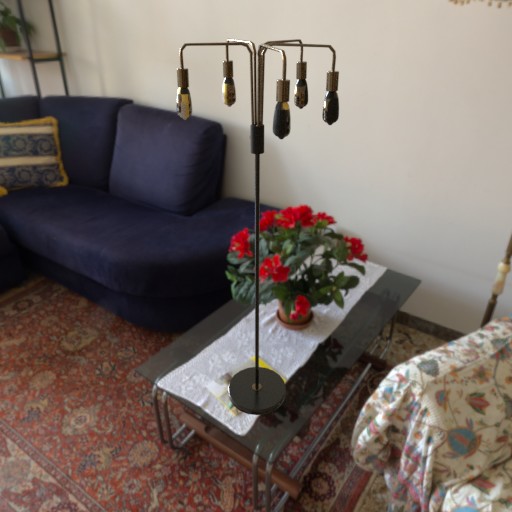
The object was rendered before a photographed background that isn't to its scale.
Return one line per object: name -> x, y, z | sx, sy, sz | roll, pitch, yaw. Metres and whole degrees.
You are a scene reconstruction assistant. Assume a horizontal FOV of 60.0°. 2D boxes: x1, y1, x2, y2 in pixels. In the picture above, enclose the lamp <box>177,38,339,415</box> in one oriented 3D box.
lamp -> 0.000, 0.000, 1.977 | 0.599, 1.721, 0.572 | 0, 30, 0
